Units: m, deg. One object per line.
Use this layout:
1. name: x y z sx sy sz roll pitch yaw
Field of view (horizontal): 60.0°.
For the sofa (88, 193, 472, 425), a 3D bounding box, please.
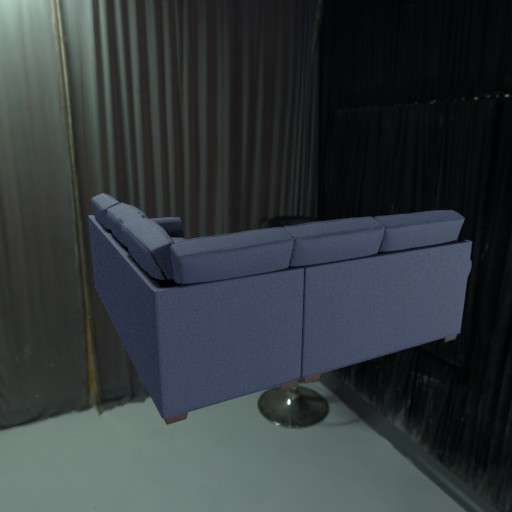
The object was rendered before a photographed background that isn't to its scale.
1. sofa: 0.000 0.000 3.948 2.487 1.042 2.562 -8 17 -26
